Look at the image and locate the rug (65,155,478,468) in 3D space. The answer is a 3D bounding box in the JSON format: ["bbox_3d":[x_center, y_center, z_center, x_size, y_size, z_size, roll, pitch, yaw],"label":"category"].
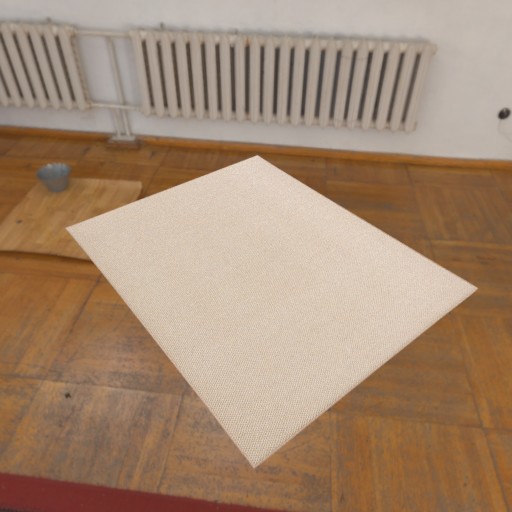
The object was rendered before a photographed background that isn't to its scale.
[{"bbox_3d":[0.000,0.000,4.110,2.462,0.018,3.039,-27,48,-28],"label":"rug"}]
